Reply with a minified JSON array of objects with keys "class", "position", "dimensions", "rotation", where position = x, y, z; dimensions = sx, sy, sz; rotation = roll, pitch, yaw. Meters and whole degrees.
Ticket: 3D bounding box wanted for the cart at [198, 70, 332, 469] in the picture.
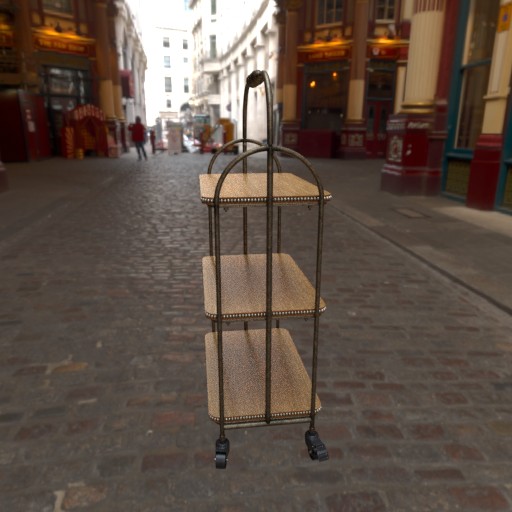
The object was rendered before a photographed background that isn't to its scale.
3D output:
[{"class":"cart","position":[0.000,0.000,1.355],"dimensions":[0.330,1.052,0.650],"rotation":[-2,17,-7]}]
